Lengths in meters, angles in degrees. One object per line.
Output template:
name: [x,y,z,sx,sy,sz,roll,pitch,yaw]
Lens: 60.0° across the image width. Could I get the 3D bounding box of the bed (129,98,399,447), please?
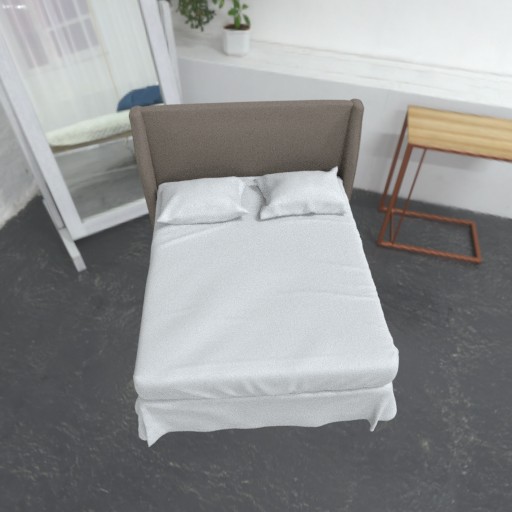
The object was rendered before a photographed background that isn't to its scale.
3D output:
bed: [0.000,0.000,3.366,1.925,1.332,2.276,-3,48,-3]
